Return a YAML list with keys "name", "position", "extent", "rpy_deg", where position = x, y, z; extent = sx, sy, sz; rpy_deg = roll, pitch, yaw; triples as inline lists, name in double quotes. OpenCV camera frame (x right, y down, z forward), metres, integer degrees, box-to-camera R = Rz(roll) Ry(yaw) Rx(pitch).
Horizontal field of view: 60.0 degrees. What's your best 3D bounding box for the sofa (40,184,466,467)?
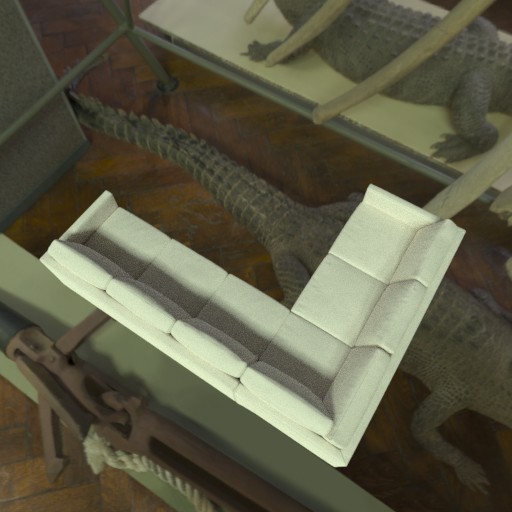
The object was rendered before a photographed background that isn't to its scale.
- name: "sofa"
  position: [0.000, 0.000, 4.337]
  extent: [3.182, 0.863, 2.432]
  rpy_deg: [30, 68, 14]
